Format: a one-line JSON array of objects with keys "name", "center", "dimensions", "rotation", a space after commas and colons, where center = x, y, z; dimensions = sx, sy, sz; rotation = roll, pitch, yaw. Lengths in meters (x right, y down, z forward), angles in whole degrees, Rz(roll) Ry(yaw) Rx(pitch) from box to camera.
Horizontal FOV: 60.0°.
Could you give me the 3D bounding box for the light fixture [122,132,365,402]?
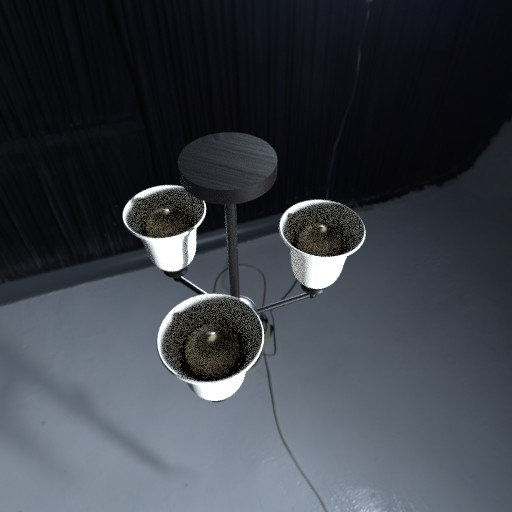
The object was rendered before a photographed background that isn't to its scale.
[{"name": "light fixture", "center": [0.000, 0.000, 0.680], "dimensions": [0.354, 0.370, 0.388], "rotation": [-16, 49, -14]}]
